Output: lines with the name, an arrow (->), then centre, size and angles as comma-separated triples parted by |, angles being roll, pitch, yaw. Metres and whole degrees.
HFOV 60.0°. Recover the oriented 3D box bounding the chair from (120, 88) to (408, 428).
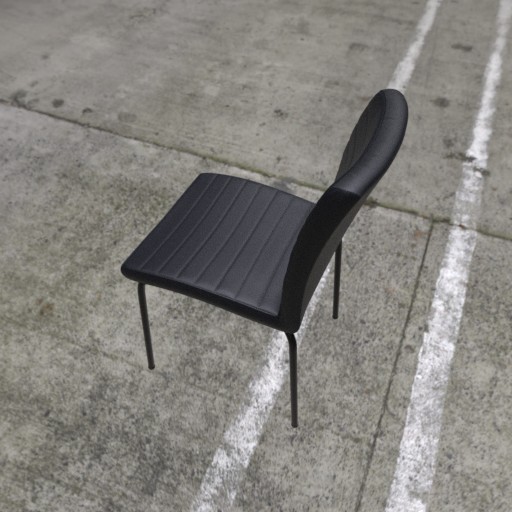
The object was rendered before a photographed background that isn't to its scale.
chair -> 0.000, 0.000, 1.178 | 0.572, 0.872, 0.450 | 18, 49, 16
